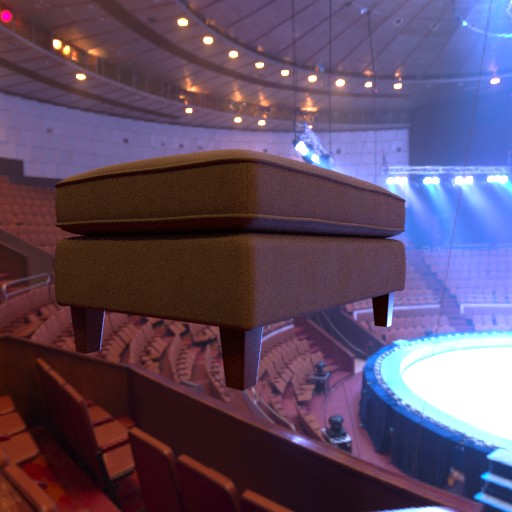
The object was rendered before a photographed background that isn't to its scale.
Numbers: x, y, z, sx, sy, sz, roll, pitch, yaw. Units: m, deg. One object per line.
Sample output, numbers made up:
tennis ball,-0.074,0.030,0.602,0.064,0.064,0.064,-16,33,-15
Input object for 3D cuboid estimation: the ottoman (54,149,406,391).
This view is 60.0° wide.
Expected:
ottoman,0.000,0.000,1.311,0.636,0.480,0.941,1,2,35
